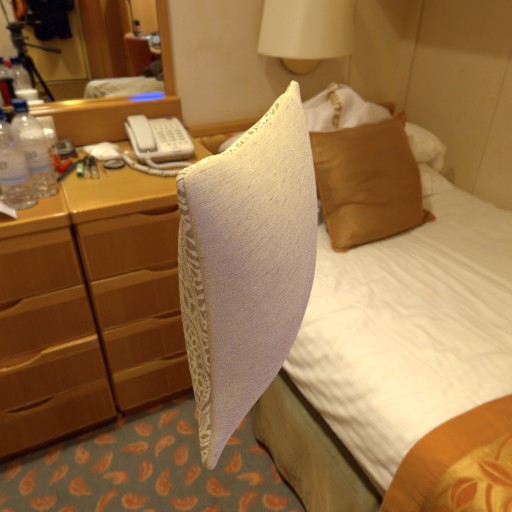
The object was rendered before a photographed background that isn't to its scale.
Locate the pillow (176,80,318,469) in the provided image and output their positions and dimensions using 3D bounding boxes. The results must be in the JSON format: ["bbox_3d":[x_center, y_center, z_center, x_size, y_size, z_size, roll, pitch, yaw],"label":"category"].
[{"bbox_3d":[0.000,0.000,0.660,0.167,0.421,0.438,9,33,15],"label":"pillow"}]
